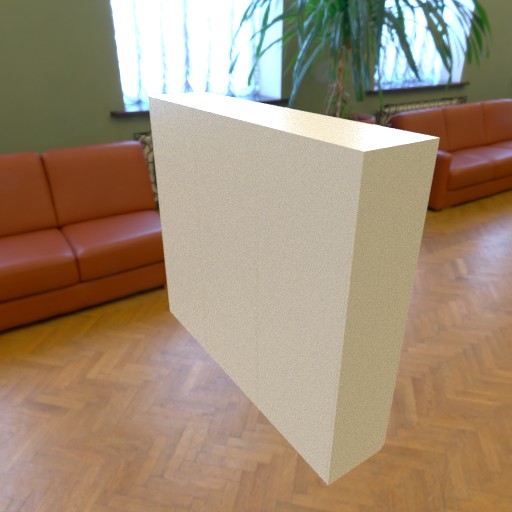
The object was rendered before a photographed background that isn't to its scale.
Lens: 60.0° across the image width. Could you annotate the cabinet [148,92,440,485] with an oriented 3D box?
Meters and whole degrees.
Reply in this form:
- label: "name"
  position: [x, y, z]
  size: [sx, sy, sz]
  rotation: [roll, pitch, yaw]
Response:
- label: "cabinet"
  position: [0.000, 0.000, 3.775]
  size: [0.590, 2.370, 2.700]
  rotation: [-17, 31, -30]
